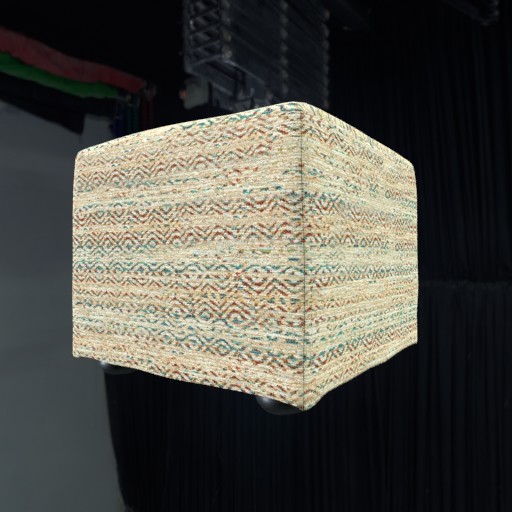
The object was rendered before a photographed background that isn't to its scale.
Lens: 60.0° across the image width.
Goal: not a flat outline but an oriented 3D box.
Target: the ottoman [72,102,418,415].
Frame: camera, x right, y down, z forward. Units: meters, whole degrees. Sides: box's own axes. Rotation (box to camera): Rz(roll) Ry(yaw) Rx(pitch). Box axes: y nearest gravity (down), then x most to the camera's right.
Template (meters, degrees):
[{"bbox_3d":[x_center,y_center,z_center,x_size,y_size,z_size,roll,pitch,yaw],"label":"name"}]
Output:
[{"bbox_3d":[0.000,0.000,0.901,0.512,0.453,0.521,0,0,35],"label":"ottoman"}]
